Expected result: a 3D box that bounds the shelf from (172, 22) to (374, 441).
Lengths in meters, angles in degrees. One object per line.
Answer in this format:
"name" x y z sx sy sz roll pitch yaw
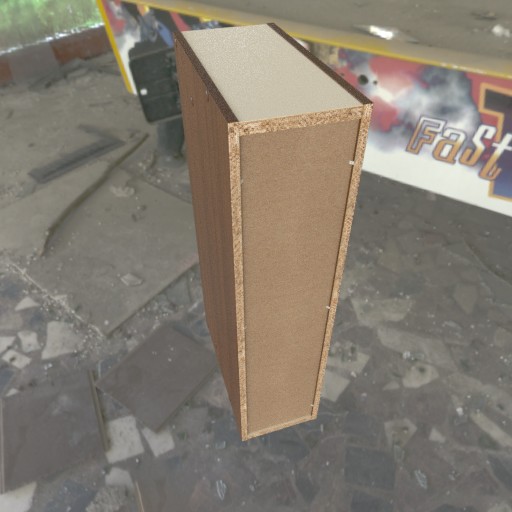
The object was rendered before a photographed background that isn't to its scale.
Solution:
"shelf" 0.000 0.000 0.708 0.147 0.600 0.290 -12 43 -13
